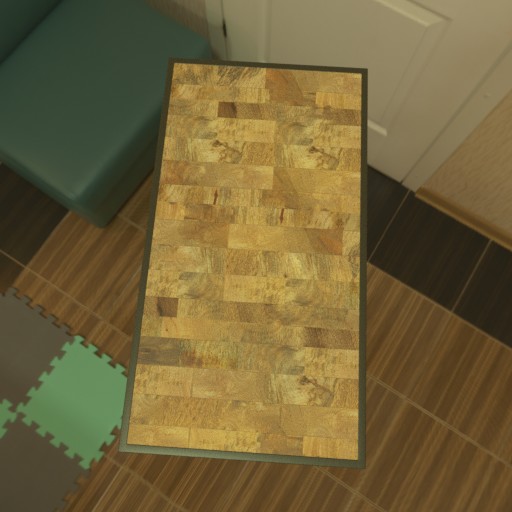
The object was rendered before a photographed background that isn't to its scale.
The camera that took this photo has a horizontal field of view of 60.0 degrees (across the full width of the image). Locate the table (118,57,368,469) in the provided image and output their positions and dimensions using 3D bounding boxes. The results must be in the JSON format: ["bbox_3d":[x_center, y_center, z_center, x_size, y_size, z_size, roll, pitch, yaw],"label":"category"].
[{"bbox_3d":[0.000,0.000,1.491,0.649,0.398,1.199,4,76,1],"label":"table"}]
